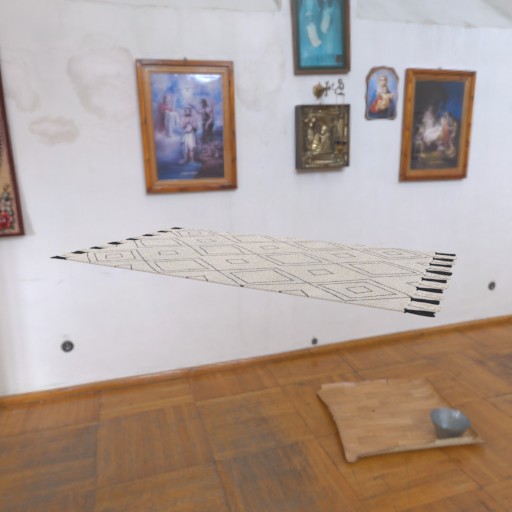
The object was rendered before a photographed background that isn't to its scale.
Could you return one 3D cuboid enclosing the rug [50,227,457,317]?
[{"bbox_3d":[0.000,0.000,3.394,2.755,0.021,1.524,7,15,26],"label":"rug"}]
